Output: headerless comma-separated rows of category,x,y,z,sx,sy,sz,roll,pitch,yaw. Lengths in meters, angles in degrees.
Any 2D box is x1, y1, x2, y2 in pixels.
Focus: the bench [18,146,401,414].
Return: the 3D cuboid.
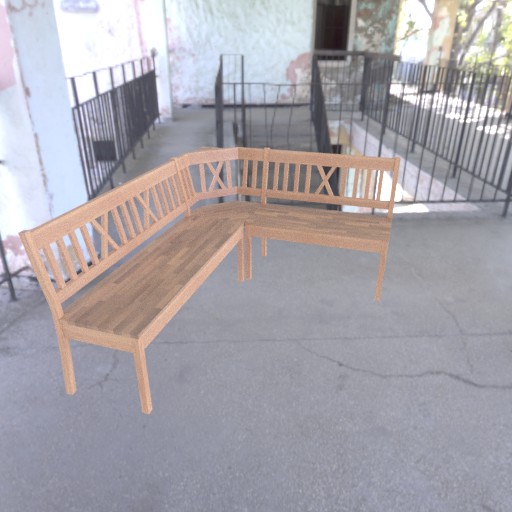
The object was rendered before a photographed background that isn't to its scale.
bench,0.000,0.000,2.728,1.537,0.902,1.937,8,27,16
